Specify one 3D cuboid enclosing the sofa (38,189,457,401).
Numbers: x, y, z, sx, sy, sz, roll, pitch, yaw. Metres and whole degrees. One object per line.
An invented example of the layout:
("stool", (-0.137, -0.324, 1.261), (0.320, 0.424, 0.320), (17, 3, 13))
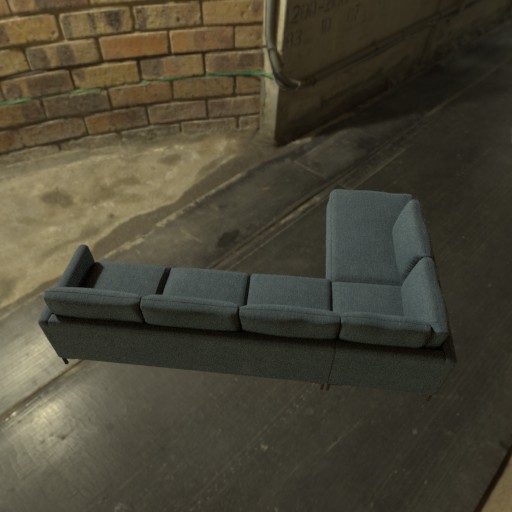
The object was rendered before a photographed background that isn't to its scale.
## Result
("sofa", (0.000, 0.000, 3.840), (2.949, 0.815, 2.007), (5, 47, 4))
